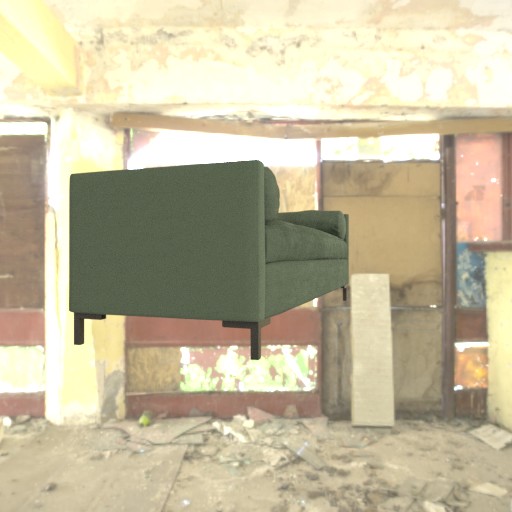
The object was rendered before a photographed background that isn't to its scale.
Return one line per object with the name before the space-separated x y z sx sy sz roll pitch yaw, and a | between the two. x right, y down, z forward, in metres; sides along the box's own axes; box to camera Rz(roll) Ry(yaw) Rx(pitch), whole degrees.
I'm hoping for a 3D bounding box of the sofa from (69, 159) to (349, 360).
sofa | 0.000 0.000 2.540 0.817 0.681 2.130 0 0 20
